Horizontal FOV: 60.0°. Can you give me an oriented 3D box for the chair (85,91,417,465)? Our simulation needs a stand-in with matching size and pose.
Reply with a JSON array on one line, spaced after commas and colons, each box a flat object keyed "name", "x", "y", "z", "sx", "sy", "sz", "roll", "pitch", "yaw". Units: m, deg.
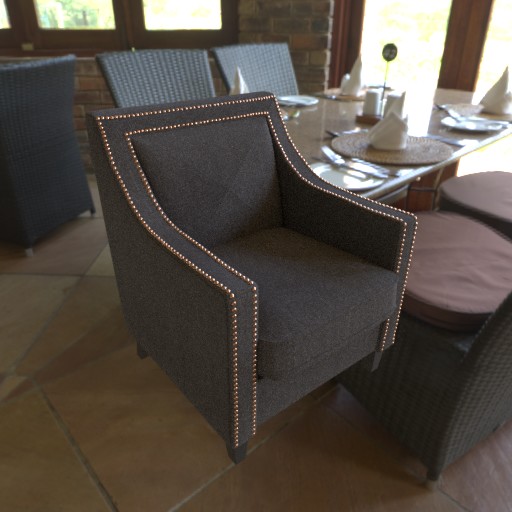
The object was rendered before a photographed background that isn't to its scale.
[{"name": "chair", "x": 0.000, "y": 0.000, "z": 1.580, "sx": 0.776, "sy": 0.967, "sz": 0.884, "roll": -21, "pitch": 34, "yaw": -33}]
